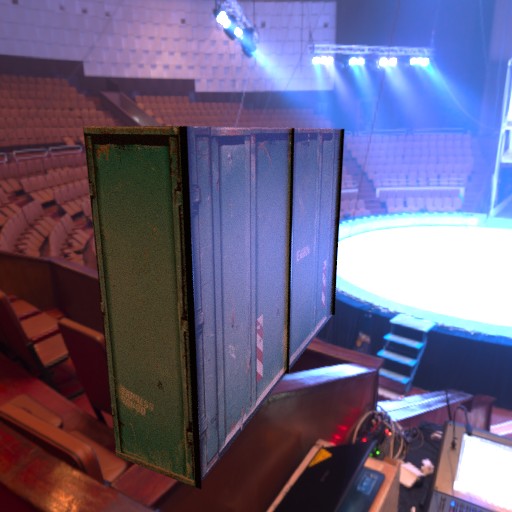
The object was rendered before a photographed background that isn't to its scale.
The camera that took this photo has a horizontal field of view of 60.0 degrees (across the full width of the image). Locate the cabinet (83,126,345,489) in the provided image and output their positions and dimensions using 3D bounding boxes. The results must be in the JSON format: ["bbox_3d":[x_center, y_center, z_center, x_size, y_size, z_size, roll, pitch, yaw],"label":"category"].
[{"bbox_3d":[0.000,0.000,3.894,0.680,2.160,3.001,7,17,24],"label":"cabinet"}]
